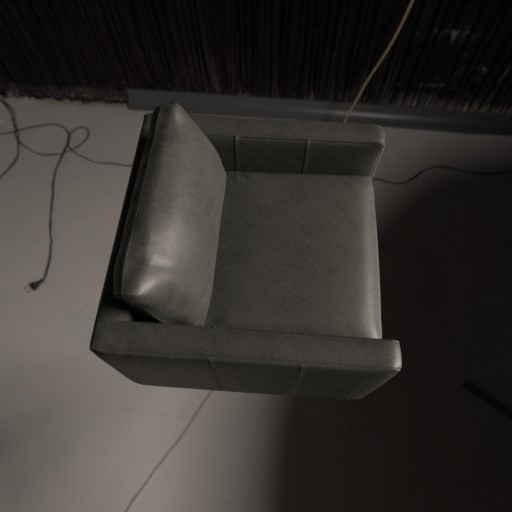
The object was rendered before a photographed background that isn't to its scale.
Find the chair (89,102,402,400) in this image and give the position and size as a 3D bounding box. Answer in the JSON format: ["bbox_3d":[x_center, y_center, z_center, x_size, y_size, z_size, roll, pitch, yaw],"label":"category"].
[{"bbox_3d":[0.000,0.000,1.530,0.861,0.824,0.967,4,64,2],"label":"chair"}]
